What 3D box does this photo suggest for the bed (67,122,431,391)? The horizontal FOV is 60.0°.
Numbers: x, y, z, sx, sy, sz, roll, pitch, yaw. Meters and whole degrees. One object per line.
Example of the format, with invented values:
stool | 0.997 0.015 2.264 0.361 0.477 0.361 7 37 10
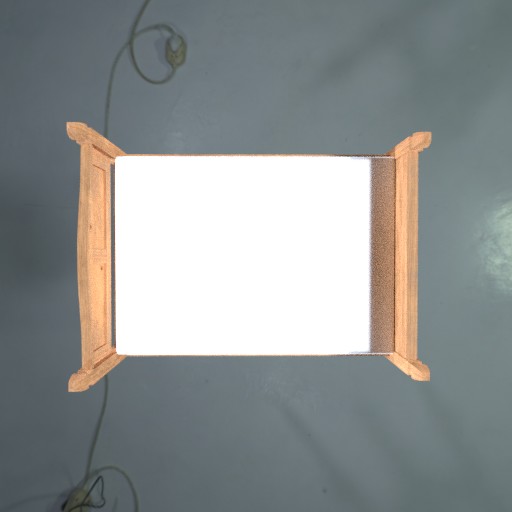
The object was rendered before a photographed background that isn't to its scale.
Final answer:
bed | 0.000 0.000 2.920 2.069 1.100 1.490 0 91 0
